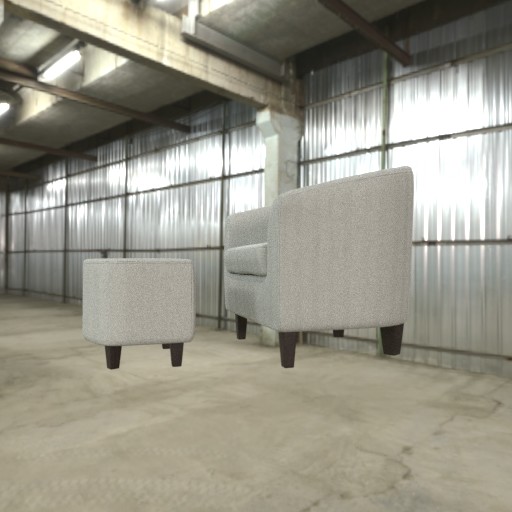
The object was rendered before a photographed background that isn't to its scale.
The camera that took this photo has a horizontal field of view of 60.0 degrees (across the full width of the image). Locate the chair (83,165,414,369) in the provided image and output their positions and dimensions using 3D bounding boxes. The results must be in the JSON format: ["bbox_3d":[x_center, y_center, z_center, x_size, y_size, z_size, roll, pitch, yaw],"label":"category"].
[{"bbox_3d":[0.000,0.000,1.769,1.288,0.757,0.756,0,-1,-17],"label":"chair"}]
